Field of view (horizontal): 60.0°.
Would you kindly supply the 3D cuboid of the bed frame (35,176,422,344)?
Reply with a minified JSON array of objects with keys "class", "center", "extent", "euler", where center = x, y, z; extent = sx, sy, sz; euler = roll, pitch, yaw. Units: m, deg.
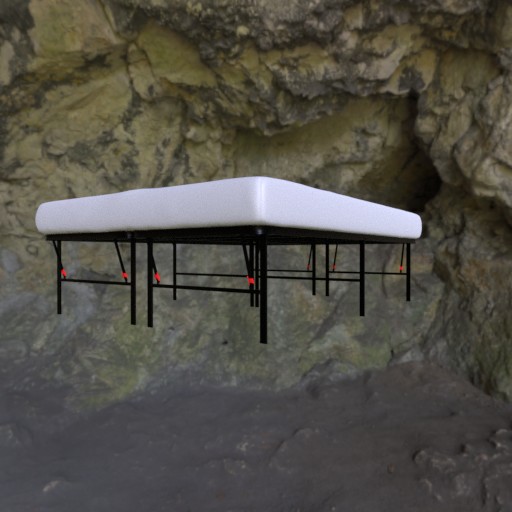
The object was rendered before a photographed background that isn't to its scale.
[{"class":"bed frame","center":[0.000,0.000,2.898],"extent":[1.584,0.667,2.151],"euler":[0,0,36]}]
